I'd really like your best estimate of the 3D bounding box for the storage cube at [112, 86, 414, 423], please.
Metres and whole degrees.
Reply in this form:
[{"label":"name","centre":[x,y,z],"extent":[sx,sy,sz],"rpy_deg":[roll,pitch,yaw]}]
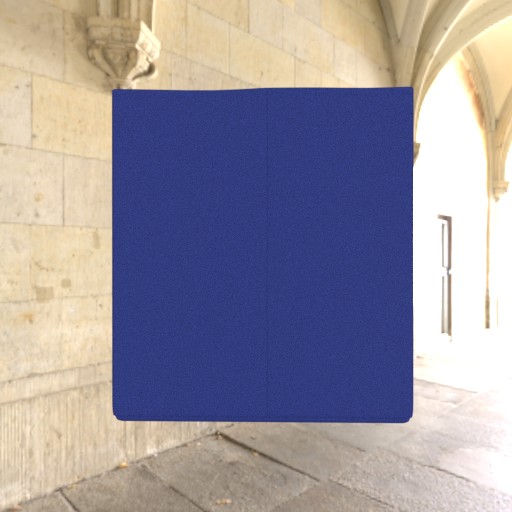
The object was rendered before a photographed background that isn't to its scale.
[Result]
[{"label":"storage cube","centre":[0.000,0.000,0.500],"extent":[0.270,0.280,0.270],"rpy_deg":[0,0,1]}]
